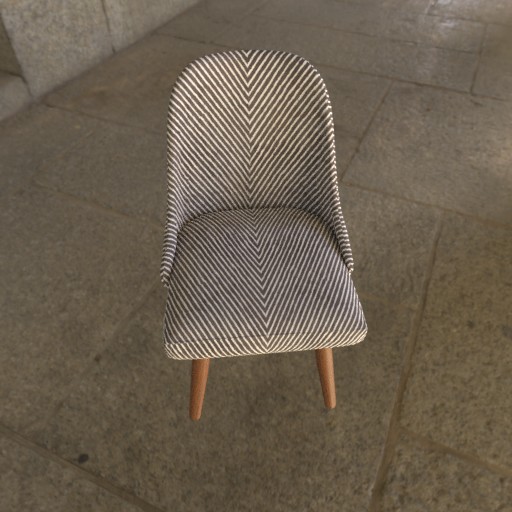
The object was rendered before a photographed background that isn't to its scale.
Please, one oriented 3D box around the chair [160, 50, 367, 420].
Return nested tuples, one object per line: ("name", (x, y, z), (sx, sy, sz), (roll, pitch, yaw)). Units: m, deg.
("chair", (0.000, 0.000, 1.226), (0.504, 0.883, 0.591), (-4, 47, -3))
